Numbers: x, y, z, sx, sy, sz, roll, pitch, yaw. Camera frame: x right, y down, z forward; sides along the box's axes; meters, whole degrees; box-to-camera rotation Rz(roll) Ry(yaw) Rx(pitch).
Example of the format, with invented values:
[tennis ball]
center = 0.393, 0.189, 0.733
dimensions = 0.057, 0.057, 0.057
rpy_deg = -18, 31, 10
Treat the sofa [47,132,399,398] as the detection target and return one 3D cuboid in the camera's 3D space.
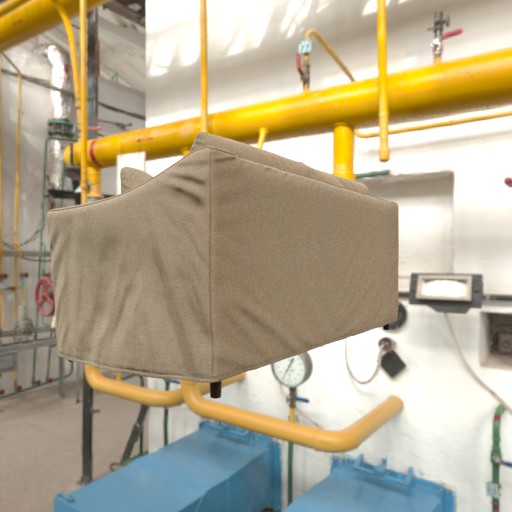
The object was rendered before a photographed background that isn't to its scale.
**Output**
[sofa]
center = 0.000, 0.000, 2.588
dimensions = 1.072, 1.018, 2.010
rpy_deg = 0, 0, 35
